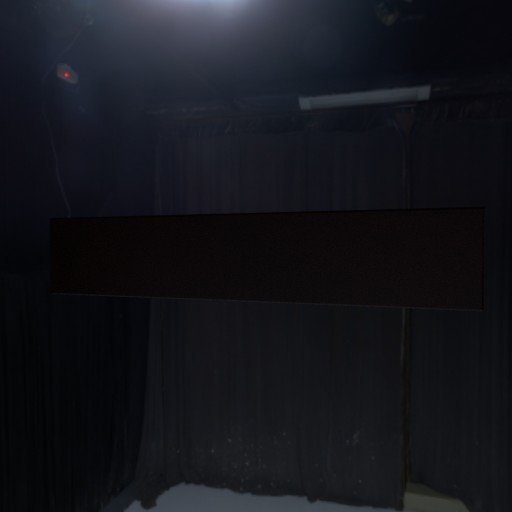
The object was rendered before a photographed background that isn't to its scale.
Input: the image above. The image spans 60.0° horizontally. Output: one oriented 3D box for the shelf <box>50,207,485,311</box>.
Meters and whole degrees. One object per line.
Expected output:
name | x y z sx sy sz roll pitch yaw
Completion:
shelf | 0.000 0.000 0.519 0.457 0.088 0.152 0 1 18
